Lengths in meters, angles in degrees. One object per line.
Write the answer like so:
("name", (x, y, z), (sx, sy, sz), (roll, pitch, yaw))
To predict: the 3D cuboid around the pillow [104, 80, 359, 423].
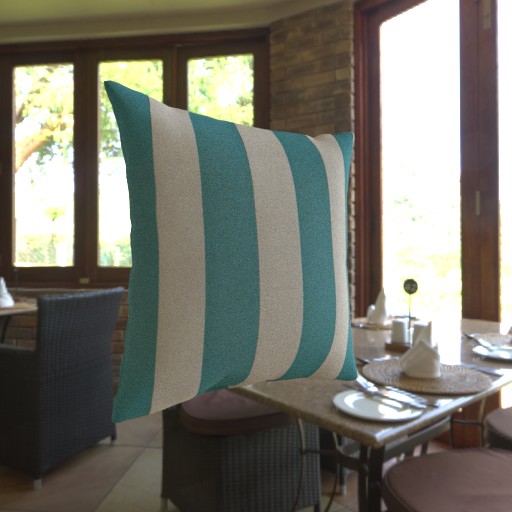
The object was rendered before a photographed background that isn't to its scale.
("pillow", (0.000, 0.000, 0.801), (0.536, 0.526, 0.189), (0, 0, -35))
